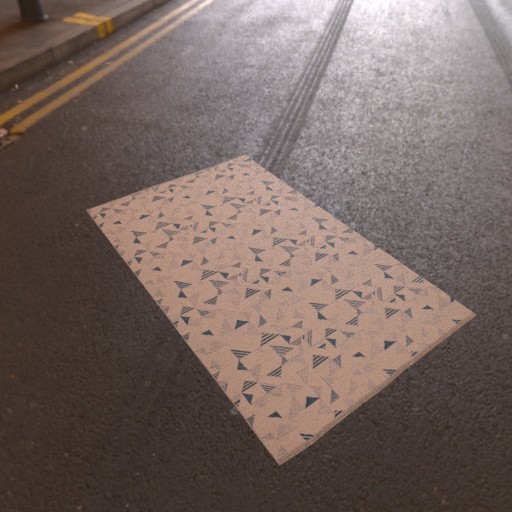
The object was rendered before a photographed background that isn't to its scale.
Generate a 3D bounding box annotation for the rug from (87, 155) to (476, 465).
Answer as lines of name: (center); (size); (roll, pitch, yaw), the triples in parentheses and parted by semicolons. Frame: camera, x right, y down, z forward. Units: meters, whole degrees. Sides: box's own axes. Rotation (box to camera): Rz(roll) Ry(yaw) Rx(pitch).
rug: (0.000, 0.000, 3.068); (1.512, 0.009, 2.457); (-26, 47, -26)
